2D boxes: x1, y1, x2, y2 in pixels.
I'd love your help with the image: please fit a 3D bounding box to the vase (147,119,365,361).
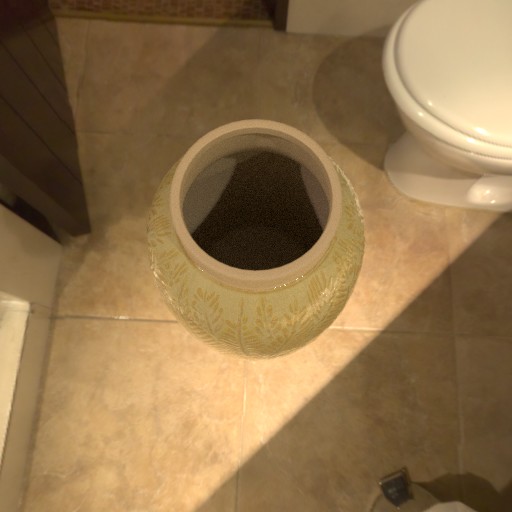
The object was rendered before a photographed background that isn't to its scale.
[{"bbox_3d":[0.000,0.000,0.376,0.172,0.270,0.172,0,76,0],"label":"vase"}]
